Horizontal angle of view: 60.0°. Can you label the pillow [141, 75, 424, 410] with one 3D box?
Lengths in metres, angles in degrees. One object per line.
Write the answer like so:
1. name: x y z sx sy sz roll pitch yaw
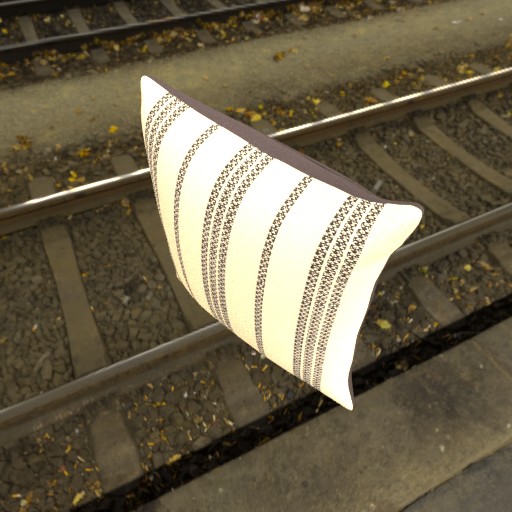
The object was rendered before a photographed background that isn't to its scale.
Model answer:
1. pillow: 0.000 0.000 0.632 0.405 0.406 0.173 34 55 27
